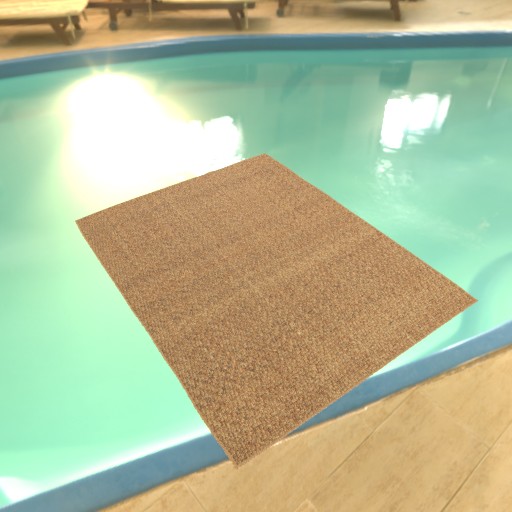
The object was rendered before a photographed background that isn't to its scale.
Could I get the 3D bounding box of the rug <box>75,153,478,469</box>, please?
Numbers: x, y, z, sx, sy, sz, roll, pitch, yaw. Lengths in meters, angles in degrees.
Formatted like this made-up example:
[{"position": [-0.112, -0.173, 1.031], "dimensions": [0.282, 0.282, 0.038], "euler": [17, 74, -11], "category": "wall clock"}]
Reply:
[{"position": [0.000, 0.000, 4.115], "dimensions": [2.439, 0.013, 3.048], "euler": [-25, 48, -25], "category": "rug"}]
